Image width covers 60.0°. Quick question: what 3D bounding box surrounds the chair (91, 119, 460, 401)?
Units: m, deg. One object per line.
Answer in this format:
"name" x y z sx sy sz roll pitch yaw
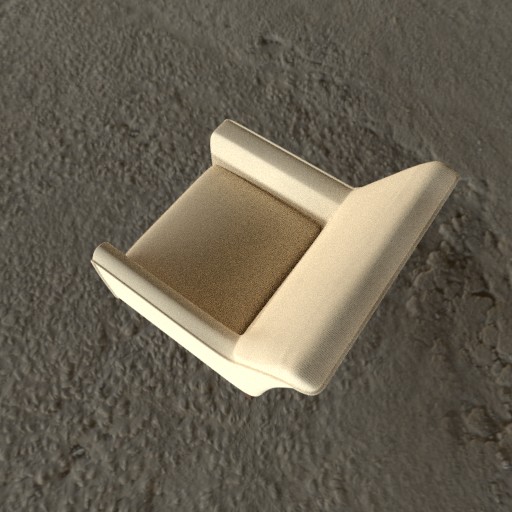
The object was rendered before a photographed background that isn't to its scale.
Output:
"chair" 0.000 0.000 1.625 0.899 0.919 0.780 33 68 15
